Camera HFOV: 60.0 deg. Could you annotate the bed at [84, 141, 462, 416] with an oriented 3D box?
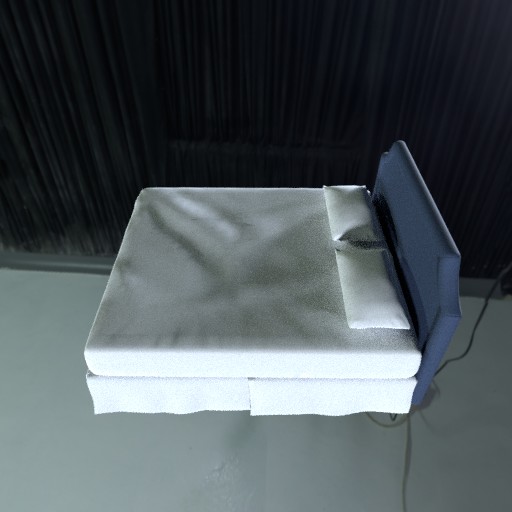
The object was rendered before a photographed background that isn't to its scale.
[{"bbox_3d":[0.000,0.000,4.063,2.773,1.488,2.350,0,42,0],"label":"bed"}]
